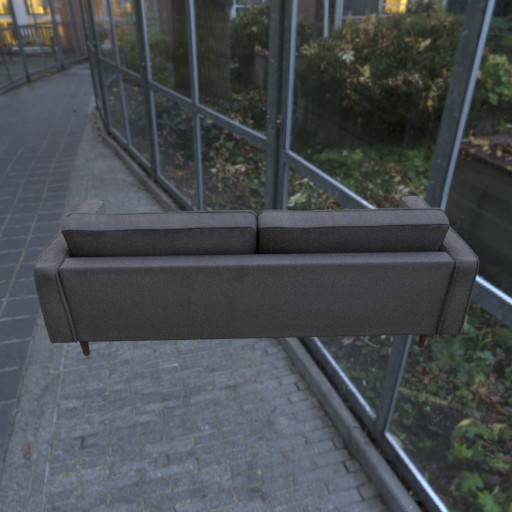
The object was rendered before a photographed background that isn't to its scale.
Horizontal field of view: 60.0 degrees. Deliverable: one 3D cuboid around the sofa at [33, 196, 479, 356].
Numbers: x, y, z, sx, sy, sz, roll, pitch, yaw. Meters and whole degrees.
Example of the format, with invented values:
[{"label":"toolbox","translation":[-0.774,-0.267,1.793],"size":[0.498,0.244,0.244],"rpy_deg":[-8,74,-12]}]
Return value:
[{"label":"sofa","translation":[0.000,0.000,2.677],"size":[2.295,0.813,0.923],"rpy_deg":[-1,30,-2]}]
